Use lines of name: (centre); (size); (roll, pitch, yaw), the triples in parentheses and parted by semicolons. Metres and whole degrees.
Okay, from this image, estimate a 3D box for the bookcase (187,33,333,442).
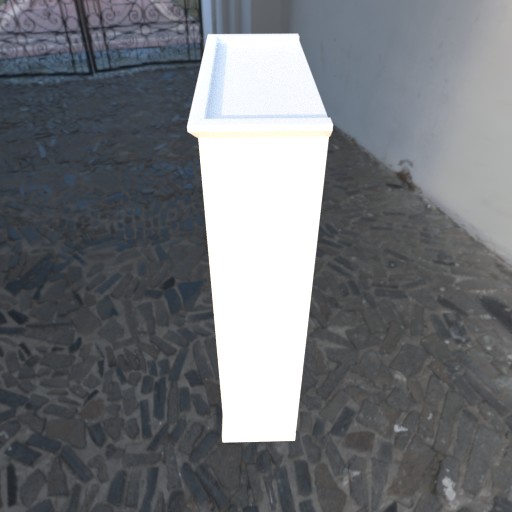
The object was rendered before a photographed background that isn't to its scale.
bookcase: (0.000, 0.000, 2.311); (0.432, 1.880, 1.050); (-1, 40, -1)
